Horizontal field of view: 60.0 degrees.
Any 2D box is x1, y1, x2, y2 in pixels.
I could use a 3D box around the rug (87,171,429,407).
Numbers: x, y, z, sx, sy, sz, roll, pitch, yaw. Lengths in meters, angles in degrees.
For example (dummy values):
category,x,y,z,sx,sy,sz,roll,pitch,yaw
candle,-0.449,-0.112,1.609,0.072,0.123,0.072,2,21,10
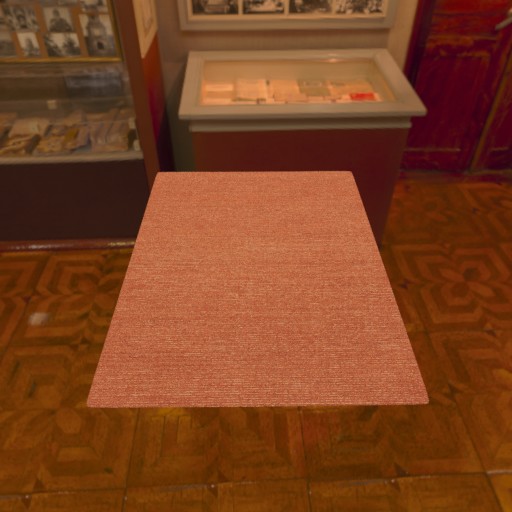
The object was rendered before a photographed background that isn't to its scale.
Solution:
category,x,y,z,sx,sy,sz,roll,pitch,yaw
rug,0.000,0.000,2.837,1.594,0.009,2.112,0,41,0
